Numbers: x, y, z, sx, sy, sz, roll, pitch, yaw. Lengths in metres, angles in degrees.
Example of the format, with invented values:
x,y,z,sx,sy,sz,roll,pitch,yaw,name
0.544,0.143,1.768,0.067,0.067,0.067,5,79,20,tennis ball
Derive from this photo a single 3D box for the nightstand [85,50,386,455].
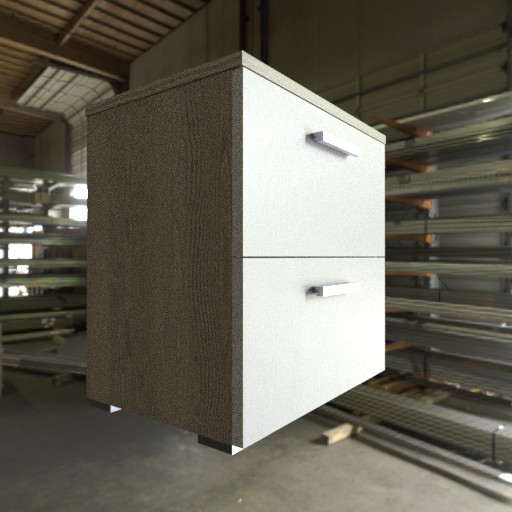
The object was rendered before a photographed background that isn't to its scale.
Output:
x,y,z,sx,sy,sz,roll,pitch,yaw,name
0.000,0.000,0.761,0.325,0.461,0.442,0,0,37,nightstand
